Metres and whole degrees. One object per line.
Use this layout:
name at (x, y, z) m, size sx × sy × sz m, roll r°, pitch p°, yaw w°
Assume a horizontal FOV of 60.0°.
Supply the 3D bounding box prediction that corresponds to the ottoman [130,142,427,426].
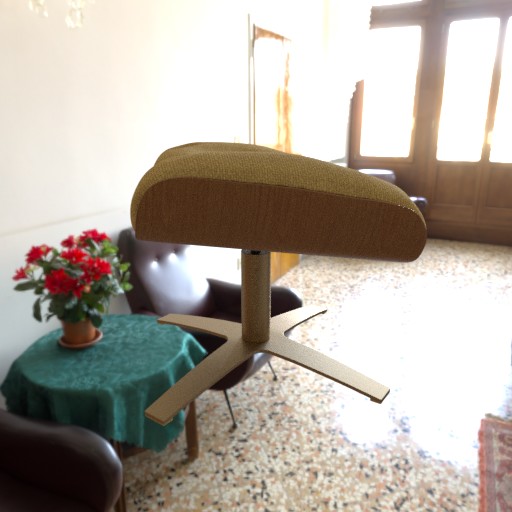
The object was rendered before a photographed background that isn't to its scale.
ottoman at (0.000, 0.000, 0.806) m, size 0.394 × 0.391 × 0.520 m, roll -3°, pitch 16°, yaw -9°
